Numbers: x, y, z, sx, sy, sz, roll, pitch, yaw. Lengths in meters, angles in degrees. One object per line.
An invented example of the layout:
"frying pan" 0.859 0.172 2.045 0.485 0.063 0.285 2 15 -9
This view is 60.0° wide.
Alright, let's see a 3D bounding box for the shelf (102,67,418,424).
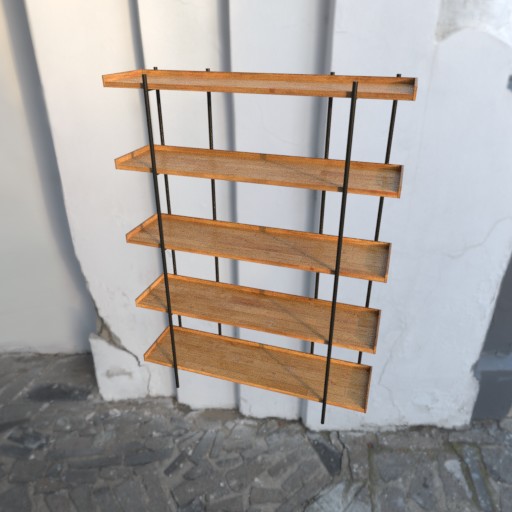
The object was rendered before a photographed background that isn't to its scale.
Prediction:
"shelf" 0.000 0.000 2.390 1.371 1.826 0.379 9 29 16
